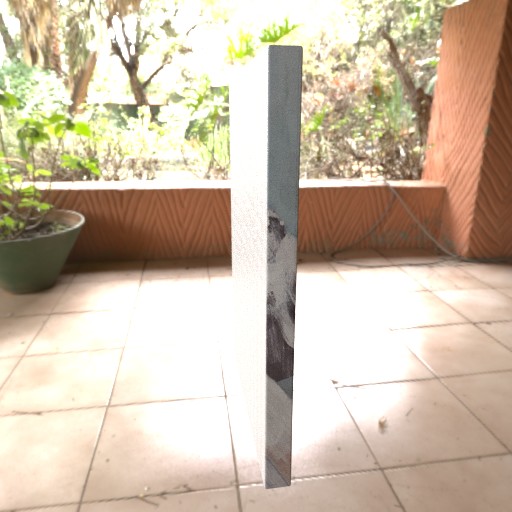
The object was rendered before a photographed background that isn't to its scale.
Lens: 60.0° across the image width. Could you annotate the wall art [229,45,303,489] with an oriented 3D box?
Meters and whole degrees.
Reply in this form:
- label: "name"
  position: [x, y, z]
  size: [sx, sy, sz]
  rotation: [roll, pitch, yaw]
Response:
- label: "wall art"
  position: [0.000, 0.000, 1.153]
  size: [0.061, 0.911, 0.609]
  rotation: [-3, 17, -9]
